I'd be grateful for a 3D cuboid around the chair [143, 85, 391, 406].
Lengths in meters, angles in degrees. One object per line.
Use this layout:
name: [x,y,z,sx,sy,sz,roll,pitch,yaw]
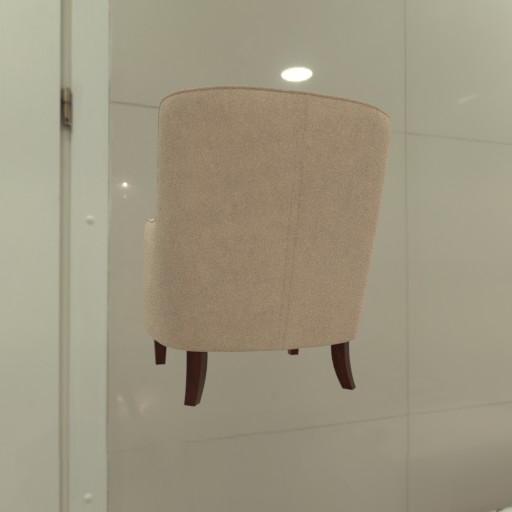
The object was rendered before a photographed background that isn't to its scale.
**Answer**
chair: [0.000,0.000,1.648,0.781,0.920,0.910,0,-1,-18]
